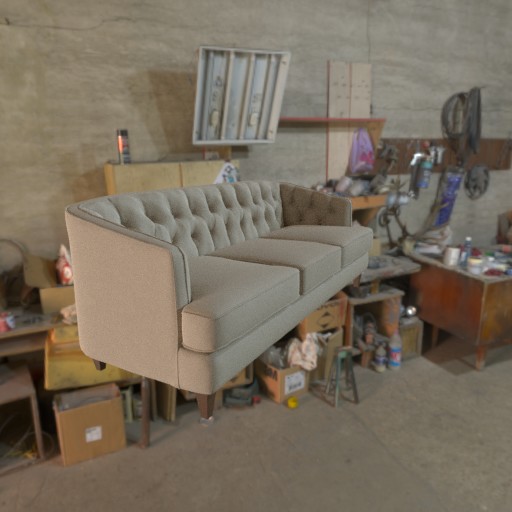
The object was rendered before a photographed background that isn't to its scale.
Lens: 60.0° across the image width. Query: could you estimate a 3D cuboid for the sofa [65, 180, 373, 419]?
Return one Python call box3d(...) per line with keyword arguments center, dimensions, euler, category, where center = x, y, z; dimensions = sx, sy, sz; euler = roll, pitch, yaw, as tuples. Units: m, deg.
box3d(center=(0.000, 0.000, 2.795), dimensions=(0.941, 0.855, 2.278), euler=(7, 15, 28), category="sofa")
